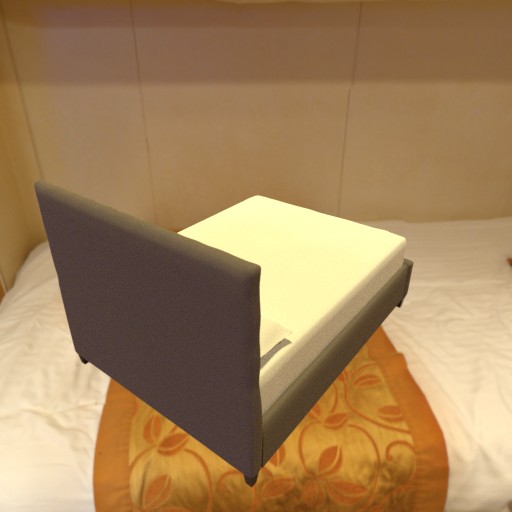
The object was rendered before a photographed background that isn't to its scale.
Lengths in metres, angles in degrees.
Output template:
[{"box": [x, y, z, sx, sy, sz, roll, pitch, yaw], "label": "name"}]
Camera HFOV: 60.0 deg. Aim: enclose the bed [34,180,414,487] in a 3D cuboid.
[{"box": [0.000, 0.000, 3.299, 1.696, 1.426, 2.233, 21, 35, 32], "label": "bed"}]
